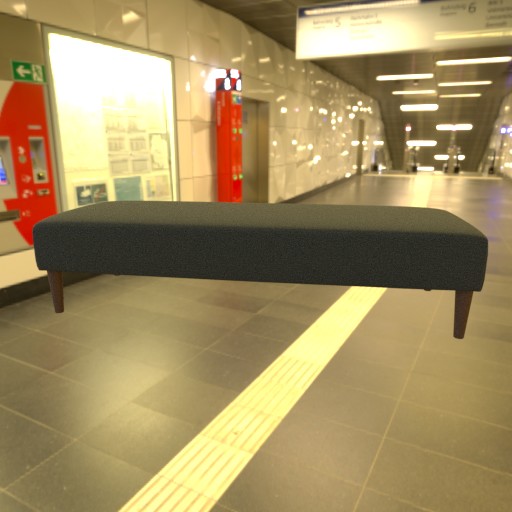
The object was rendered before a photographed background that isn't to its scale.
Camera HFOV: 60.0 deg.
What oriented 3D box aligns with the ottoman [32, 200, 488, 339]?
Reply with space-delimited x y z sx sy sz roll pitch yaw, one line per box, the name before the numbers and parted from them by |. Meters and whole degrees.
ottoman | 0.000 0.000 1.854 1.609 0.393 0.646 2 15 9
